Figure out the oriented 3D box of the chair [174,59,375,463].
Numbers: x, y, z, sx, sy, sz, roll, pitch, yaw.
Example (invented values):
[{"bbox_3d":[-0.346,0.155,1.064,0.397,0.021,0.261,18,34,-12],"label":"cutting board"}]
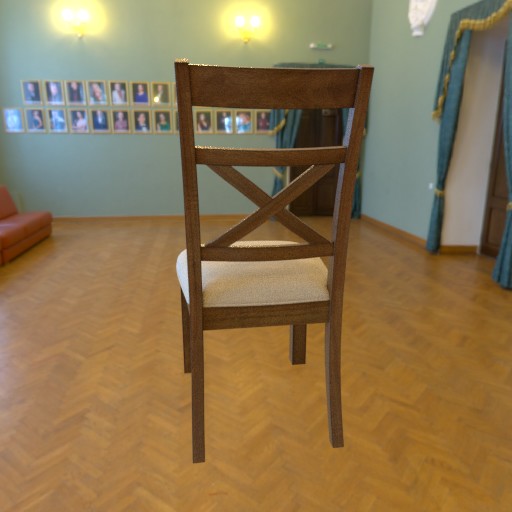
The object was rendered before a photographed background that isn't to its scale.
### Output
[{"bbox_3d":[0.000,0.000,1.265,0.461,0.949,0.581,-2,15,-9],"label":"chair"}]
